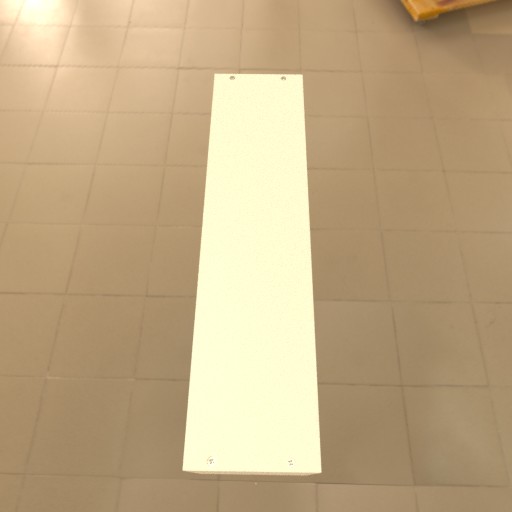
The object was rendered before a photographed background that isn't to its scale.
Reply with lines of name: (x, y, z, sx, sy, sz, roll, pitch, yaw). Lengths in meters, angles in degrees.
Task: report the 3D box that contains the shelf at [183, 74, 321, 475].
shelf: (0.000, 0.000, 0.692, 0.150, 0.170, 0.610, 1, 63, 0)
